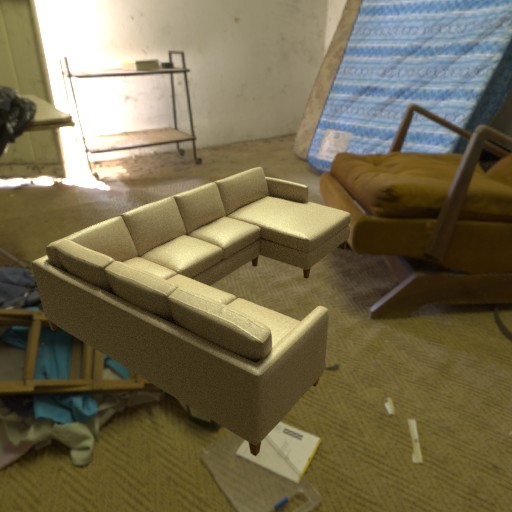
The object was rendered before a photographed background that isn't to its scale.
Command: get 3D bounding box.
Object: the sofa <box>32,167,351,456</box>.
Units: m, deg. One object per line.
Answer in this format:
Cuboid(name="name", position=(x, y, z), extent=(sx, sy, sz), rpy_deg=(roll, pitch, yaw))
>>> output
Cuboid(name="sofa", position=(0.000, 0.000, 4.681), extent=(2.594, 0.961, 3.460), rpy_deg=(18, 32, 32))
